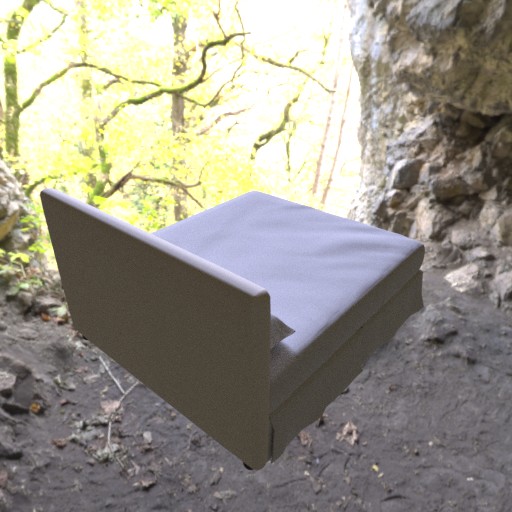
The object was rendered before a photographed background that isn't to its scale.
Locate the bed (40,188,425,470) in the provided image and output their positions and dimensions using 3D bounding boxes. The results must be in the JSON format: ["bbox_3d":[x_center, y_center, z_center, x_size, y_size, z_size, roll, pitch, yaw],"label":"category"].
[{"bbox_3d":[0.000,0.000,3.598,2.119,1.317,2.341,23,37,34],"label":"bed"}]
